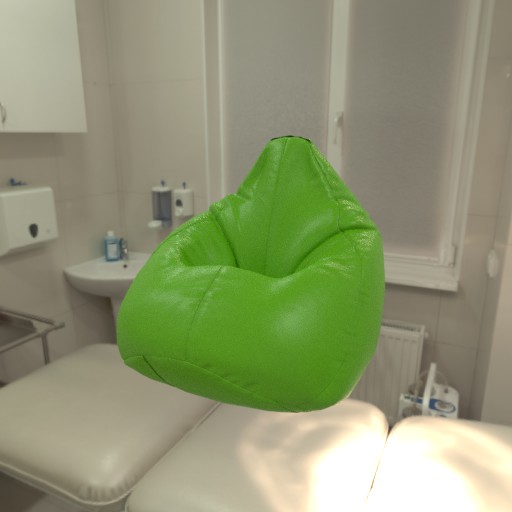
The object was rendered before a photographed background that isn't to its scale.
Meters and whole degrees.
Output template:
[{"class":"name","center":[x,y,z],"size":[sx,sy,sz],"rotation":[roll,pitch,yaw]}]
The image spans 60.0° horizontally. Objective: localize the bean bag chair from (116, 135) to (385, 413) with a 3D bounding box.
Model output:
[{"class":"bean bag chair","center":[0.000,0.000,1.884],"size":[1.070,0.990,1.070],"rotation":[7,17,25]}]
